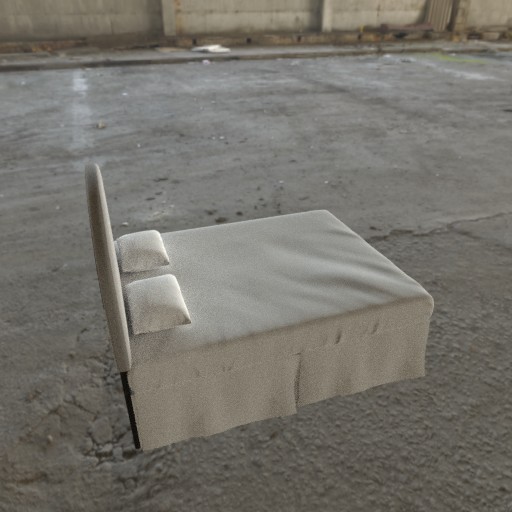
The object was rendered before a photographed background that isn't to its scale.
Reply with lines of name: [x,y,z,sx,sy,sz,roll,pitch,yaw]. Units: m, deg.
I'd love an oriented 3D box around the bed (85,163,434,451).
bed: [0.000,0.000,3.074,2.005,1.410,1.607,-10,31,-17]
